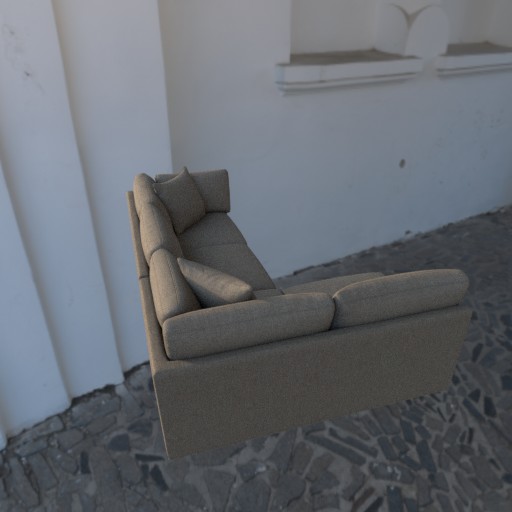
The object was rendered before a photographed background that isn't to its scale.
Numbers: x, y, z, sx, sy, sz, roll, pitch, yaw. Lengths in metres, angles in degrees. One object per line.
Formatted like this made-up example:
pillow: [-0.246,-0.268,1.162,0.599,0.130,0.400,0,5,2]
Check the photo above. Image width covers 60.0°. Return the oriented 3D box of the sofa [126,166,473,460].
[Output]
sofa: [0.000,0.000,3.820,1.994,0.978,2.896,-8,29,-15]
